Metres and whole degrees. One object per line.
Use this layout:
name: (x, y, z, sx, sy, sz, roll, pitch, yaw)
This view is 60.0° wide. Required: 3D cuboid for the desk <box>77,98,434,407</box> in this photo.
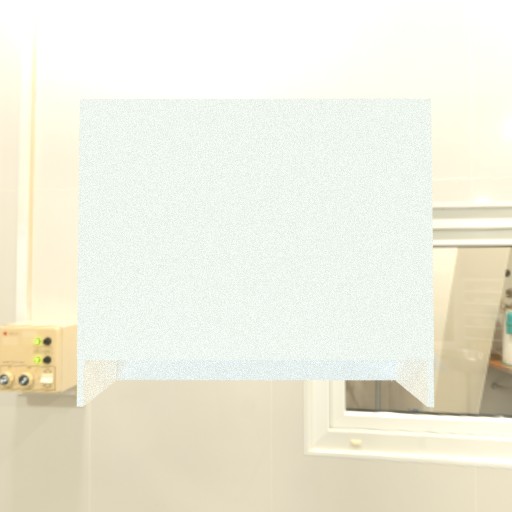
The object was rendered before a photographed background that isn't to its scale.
desk: (0.000, 0.000, 1.636, 0.940, 0.818, 0.926, 0, -2, 0)
